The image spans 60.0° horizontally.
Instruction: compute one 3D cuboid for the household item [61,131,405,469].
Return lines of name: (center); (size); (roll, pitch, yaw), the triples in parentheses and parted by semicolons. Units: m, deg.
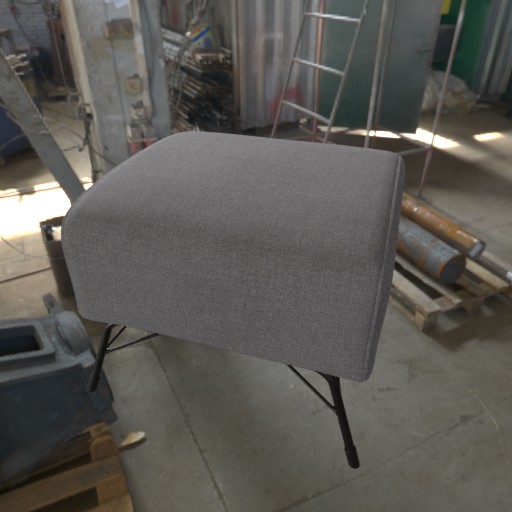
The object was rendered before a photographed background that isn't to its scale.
household item: (0.000, 0.000, 0.900); (0.530, 0.410, 0.530); (10, 34, 15)
